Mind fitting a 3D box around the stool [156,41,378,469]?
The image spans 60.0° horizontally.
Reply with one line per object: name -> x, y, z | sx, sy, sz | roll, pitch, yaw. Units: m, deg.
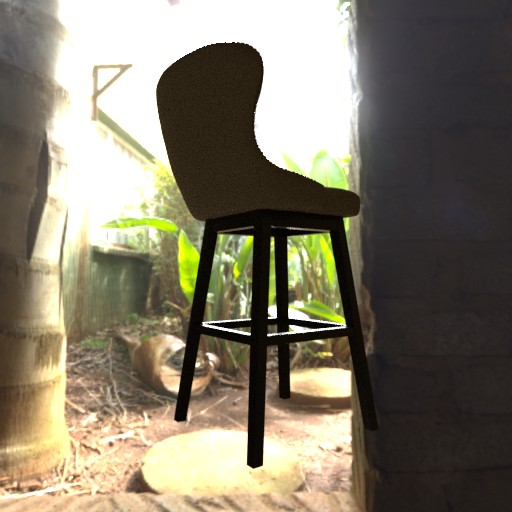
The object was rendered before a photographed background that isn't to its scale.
stool -> 0.000, 0.000, 1.386 | 0.605, 1.066, 0.528 | 2, -3, -36
